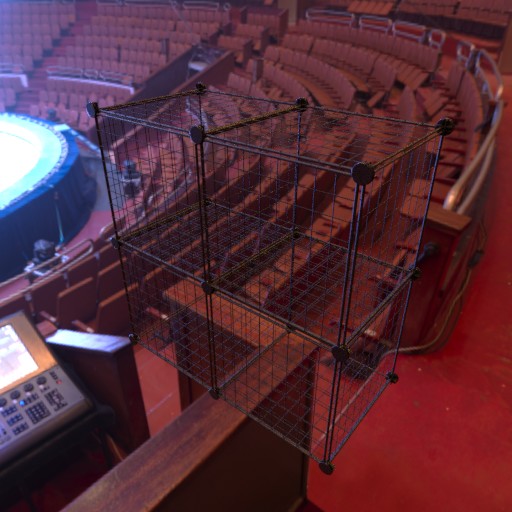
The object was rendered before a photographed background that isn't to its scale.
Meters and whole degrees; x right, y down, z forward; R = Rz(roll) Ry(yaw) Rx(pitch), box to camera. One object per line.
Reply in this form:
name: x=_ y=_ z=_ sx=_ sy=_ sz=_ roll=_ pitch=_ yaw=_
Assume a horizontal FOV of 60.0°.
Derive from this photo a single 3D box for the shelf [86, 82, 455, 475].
shelf: x=0.000 y=0.000 z=1.111 sx=0.711 sy=0.711 sz=0.356 roll=22 pitch=37 yaw=33
